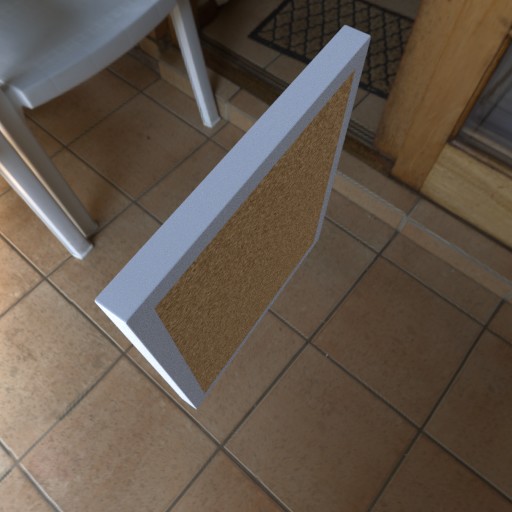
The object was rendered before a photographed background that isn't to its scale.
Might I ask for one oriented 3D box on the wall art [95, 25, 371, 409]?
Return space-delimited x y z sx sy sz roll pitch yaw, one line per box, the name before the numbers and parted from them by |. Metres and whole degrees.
wall art | 0.000 0.000 0.514 0.028 0.381 0.331 32 67 15
